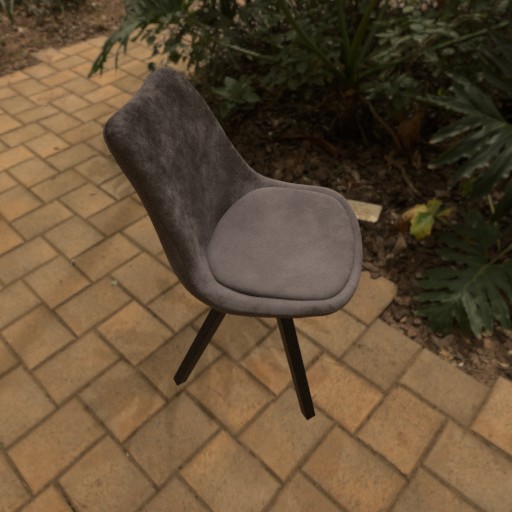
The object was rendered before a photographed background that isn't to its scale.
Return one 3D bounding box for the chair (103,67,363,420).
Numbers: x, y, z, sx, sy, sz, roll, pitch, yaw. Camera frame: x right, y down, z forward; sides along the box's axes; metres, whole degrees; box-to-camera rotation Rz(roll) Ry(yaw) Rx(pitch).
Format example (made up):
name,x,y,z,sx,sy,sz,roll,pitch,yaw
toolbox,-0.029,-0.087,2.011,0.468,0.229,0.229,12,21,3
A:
name,x,y,z,sx,sy,sz,roll,pitch,yaw
chair,0.000,0.000,1.182,0.550,0.850,0.485,10,47,10
